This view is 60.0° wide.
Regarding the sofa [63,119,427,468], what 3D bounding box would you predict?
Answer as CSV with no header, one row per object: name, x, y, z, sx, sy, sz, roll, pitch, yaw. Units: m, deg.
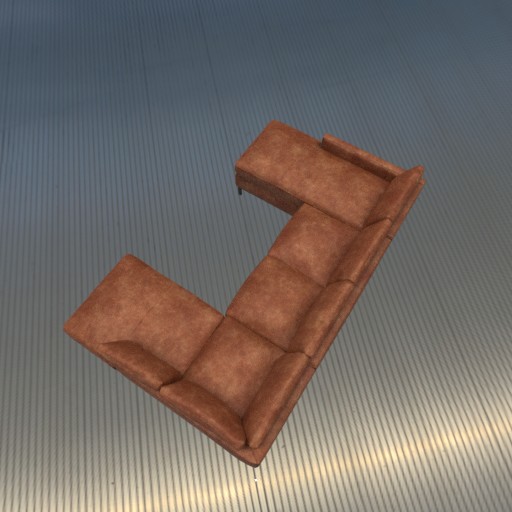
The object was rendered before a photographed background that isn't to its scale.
sofa,0.000,0.000,4.025,1.939,0.900,2.956,30,67,14
